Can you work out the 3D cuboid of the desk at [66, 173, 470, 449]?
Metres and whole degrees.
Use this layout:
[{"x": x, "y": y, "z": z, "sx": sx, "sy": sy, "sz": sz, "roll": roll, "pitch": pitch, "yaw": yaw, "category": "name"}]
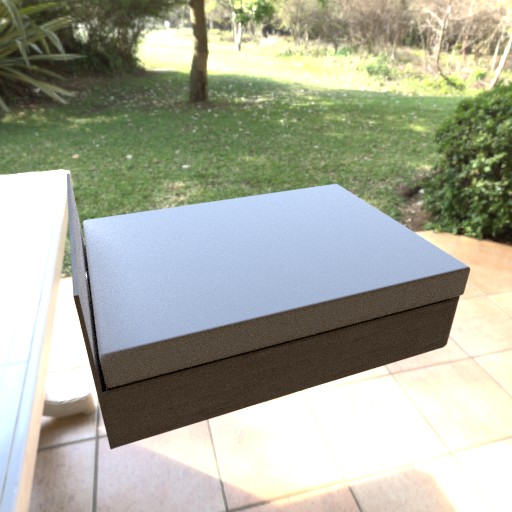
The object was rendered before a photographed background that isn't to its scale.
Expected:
[{"x": 0.000, "y": 0.000, "z": 2.590, "sx": 1.900, "sy": 0.800, "sz": 1.400, "roll": -11, "pitch": 31, "yaw": -19, "category": "desk"}]
